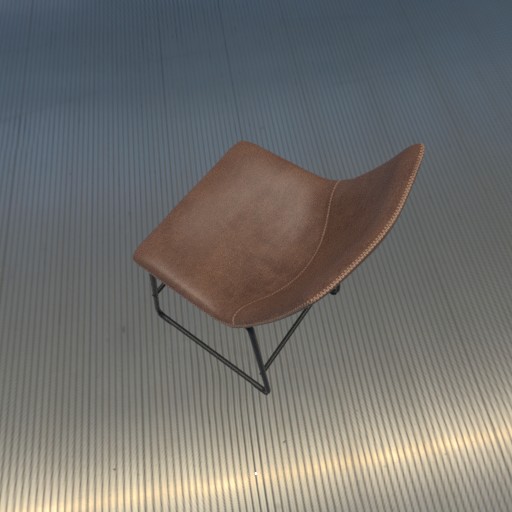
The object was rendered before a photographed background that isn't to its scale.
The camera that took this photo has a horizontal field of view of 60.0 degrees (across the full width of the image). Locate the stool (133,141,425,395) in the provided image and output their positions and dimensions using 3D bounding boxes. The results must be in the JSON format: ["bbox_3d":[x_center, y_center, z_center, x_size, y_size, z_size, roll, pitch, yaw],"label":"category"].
[{"bbox_3d":[0.000,0.000,1.184,0.550,0.890,0.460,33,68,15],"label":"stool"}]
